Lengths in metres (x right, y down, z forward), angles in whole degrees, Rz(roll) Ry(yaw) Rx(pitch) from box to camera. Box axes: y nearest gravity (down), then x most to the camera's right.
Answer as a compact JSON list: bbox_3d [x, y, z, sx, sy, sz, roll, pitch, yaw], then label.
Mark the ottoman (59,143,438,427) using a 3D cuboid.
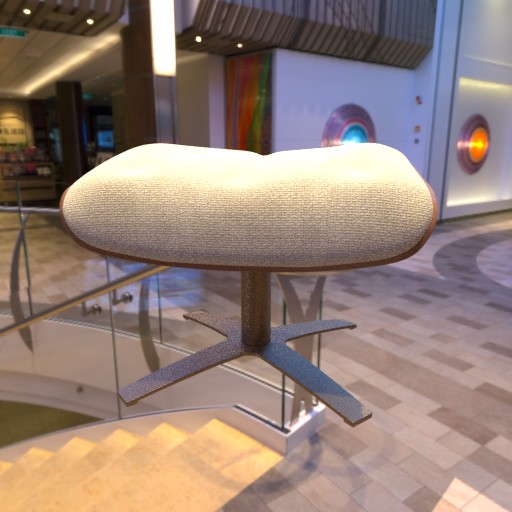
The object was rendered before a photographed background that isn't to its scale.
[{"bbox_3d":[0.000,0.000,0.791,0.520,0.391,0.394,2,14,8],"label":"ottoman"}]
